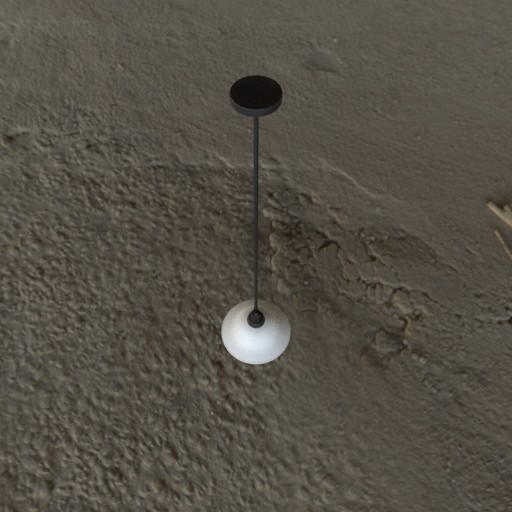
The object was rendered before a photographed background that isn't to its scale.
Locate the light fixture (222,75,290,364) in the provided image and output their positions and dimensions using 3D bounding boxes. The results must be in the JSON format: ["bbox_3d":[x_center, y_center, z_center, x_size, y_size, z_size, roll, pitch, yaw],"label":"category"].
[{"bbox_3d":[0.000,0.000,1.517,0.324,1.337,0.324,-1,58,-1],"label":"light fixture"}]
